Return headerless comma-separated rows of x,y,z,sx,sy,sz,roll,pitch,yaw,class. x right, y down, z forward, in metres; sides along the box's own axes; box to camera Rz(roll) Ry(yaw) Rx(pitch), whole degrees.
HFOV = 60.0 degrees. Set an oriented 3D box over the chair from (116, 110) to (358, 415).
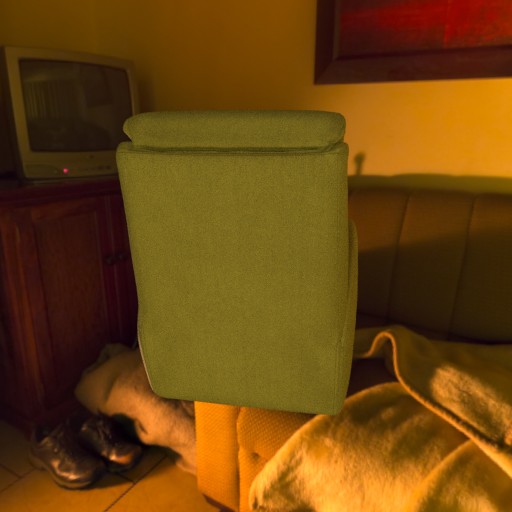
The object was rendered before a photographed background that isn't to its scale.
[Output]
0.000,0.000,1.671,0.794,1.016,0.940,3,16,10,chair
